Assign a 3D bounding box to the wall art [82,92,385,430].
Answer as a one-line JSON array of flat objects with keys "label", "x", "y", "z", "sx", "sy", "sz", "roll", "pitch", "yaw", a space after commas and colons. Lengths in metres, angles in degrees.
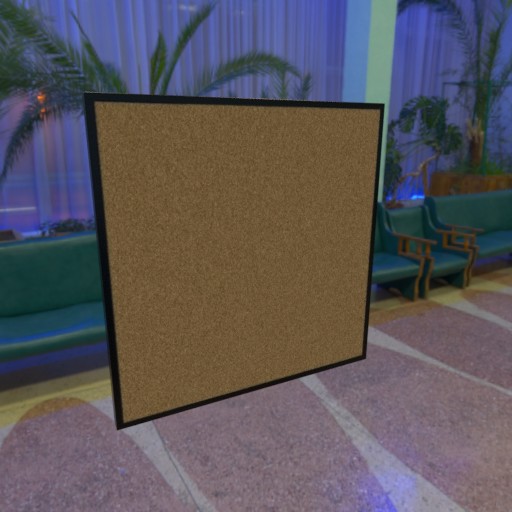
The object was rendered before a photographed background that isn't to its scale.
[{"label": "wall art", "x": 0.000, "y": 0.000, "z": 0.521, "sx": 0.349, "sy": 0.349, "sz": 0.014, "roll": -8, "pitch": 17, "yaw": -26}]
